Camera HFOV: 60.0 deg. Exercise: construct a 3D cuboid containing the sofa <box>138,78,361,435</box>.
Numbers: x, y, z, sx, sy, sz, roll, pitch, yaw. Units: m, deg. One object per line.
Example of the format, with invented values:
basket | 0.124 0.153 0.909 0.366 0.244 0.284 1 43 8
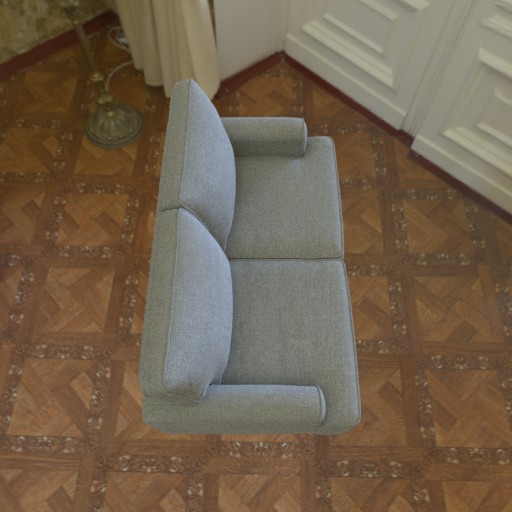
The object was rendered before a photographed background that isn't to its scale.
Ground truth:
sofa | 0.000 0.000 2.258 0.965 0.965 1.651 0 64 0
